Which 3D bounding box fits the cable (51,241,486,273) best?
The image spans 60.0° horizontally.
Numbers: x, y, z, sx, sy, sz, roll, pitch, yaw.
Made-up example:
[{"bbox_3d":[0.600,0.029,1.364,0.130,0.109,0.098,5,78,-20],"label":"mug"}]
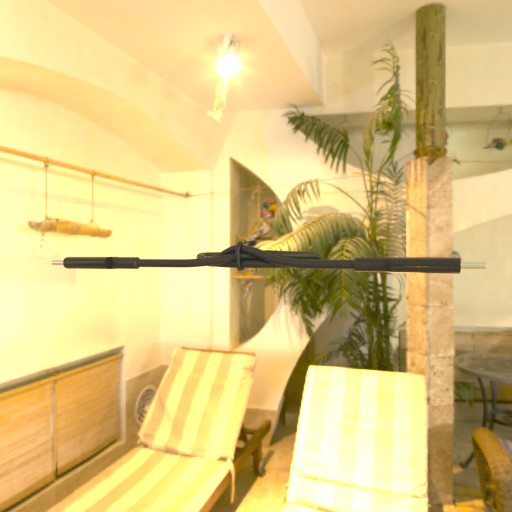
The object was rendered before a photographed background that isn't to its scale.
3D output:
[{"bbox_3d":[0.000,0.000,0.229,0.203,0.014,0.070,0,0,18],"label":"cable"}]
